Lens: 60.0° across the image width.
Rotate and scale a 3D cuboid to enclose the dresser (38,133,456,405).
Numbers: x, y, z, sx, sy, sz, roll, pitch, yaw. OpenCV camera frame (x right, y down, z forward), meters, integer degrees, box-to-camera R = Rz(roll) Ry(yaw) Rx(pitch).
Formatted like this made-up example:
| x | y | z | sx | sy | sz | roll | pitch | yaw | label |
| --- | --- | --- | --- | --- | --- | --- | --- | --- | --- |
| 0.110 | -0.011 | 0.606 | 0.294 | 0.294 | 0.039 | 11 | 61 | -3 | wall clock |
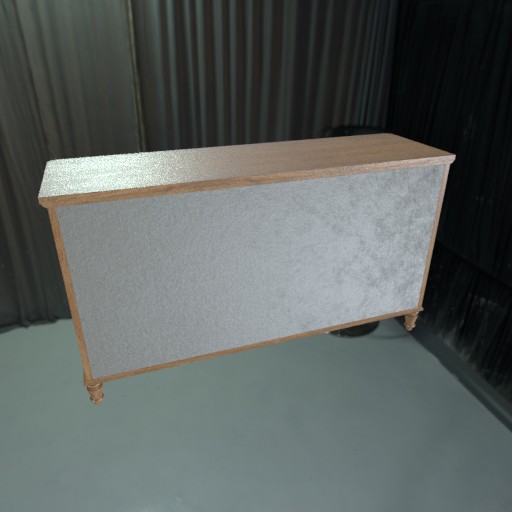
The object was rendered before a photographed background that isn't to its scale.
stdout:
| x | y | z | sx | sy | sz | roll | pitch | yaw | label |
| --- | --- | --- | --- | --- | --- | --- | --- | --- | --- |
| 0.000 | 0.000 | 1.991 | 1.583 | 0.892 | 0.468 | -9 | 28 | -17 | dresser |
